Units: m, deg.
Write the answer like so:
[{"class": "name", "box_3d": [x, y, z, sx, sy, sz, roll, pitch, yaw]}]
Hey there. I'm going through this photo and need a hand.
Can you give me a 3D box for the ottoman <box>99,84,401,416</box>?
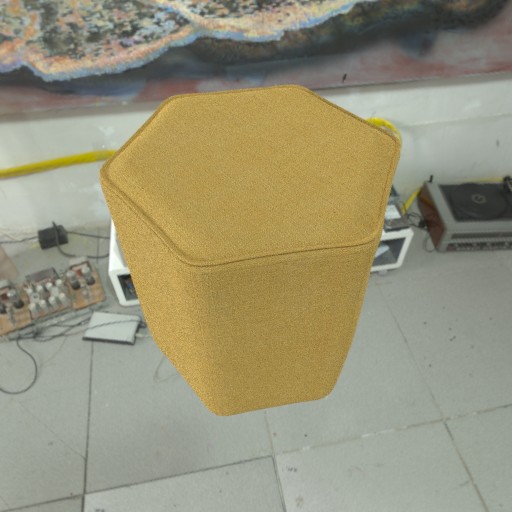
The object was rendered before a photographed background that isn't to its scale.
[{"class": "ottoman", "box_3d": [0.000, 0.000, 0.883, 0.443, 0.502, 0.494, -32, 56, -26]}]
